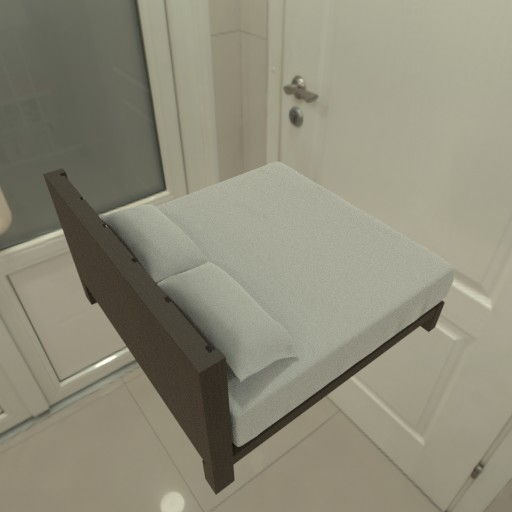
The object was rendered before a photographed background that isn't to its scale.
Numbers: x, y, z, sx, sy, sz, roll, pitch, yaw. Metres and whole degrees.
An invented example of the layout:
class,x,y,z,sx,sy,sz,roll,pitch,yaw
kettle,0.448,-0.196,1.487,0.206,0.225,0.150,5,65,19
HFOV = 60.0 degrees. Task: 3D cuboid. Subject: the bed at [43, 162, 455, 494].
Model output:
class,x,y,z,sx,sy,sz,roll,pitch,yaw
bed,0.000,0.000,3.474,2.238,1.261,2.143,-26,47,-28
